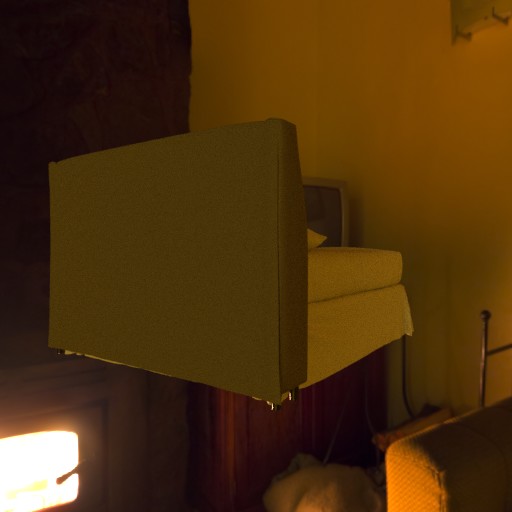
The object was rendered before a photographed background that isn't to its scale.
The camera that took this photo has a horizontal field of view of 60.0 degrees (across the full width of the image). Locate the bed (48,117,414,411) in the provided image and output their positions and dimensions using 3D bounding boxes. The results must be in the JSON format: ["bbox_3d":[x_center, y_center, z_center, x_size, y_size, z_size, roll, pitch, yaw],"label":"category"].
[{"bbox_3d":[0.000,0.000,3.406,1.925,1.332,2.276,1,2,36],"label":"bed"}]
